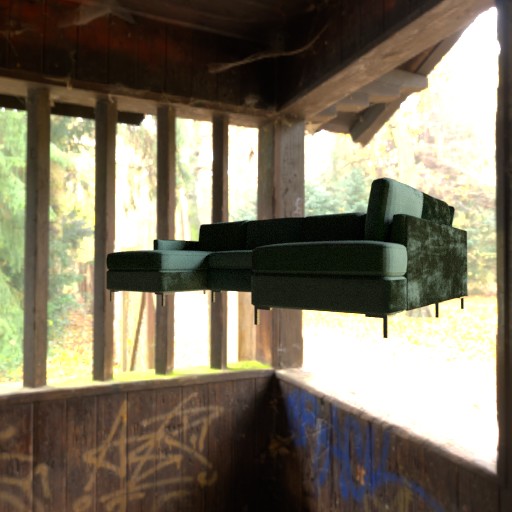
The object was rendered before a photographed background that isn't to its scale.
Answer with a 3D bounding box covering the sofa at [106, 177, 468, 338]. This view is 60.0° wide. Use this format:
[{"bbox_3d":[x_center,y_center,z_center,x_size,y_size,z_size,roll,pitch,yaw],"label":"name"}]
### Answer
[{"bbox_3d":[0.000,0.000,4.321,3.434,0.992,2.055,-1,-1,37],"label":"sofa"}]
